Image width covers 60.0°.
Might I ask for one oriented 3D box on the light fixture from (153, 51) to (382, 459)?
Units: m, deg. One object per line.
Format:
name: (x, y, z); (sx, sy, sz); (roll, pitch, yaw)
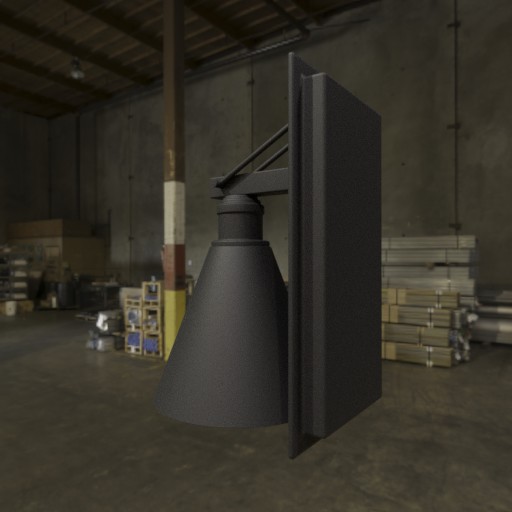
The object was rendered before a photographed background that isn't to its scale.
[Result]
light fixture: (0.000, 0.000, 0.429); (0.207, 0.298, 0.170); (0, -1, 35)
